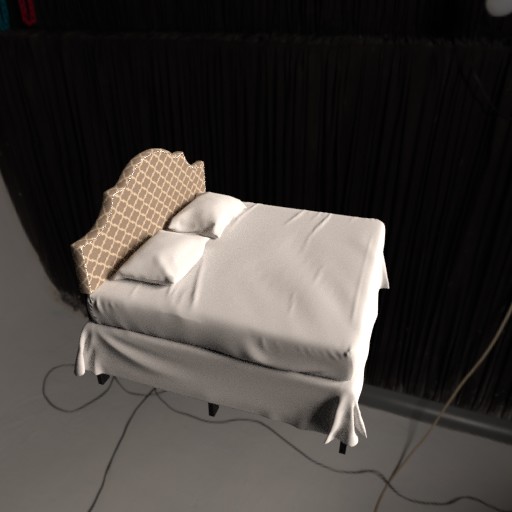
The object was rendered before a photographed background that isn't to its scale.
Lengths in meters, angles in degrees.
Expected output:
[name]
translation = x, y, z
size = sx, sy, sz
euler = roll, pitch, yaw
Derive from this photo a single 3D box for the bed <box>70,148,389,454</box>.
[bed]
translation = 0.000, 0.000, 3.729
size = 2.222, 1.601, 2.314
euler = 10, 31, 16
